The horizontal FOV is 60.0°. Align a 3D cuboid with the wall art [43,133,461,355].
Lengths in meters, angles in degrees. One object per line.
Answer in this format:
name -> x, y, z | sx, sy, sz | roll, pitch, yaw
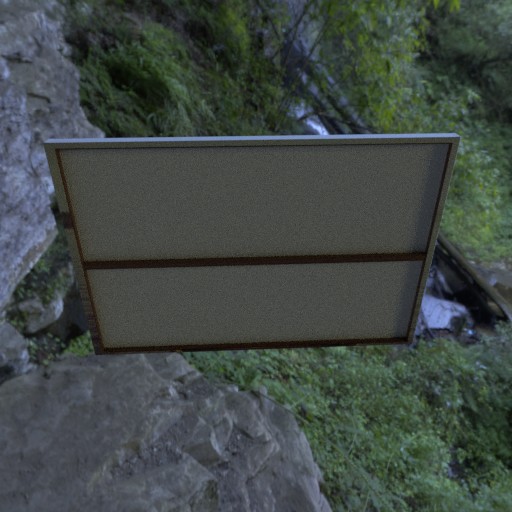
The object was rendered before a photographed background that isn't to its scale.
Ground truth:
wall art -> 0.000, 0.000, 1.426 | 1.149, 0.765, 0.040 | -2, 31, -3
